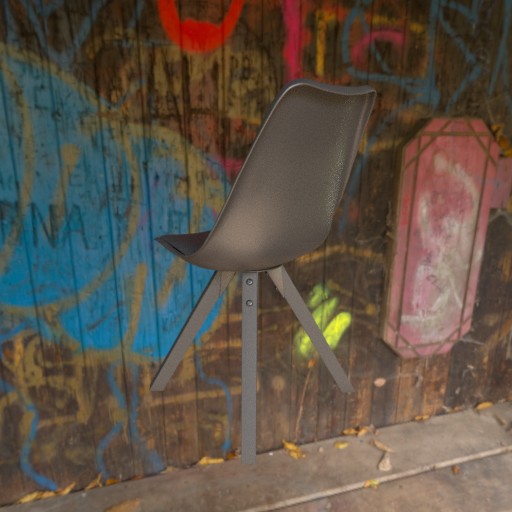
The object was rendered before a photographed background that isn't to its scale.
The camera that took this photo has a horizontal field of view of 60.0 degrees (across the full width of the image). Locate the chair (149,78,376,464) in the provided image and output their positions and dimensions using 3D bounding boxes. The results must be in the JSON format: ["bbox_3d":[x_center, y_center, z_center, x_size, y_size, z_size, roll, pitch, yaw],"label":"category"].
[{"bbox_3d":[0.000,0.000,1.198,0.485,0.850,0.530,-16,23,-42],"label":"chair"}]
